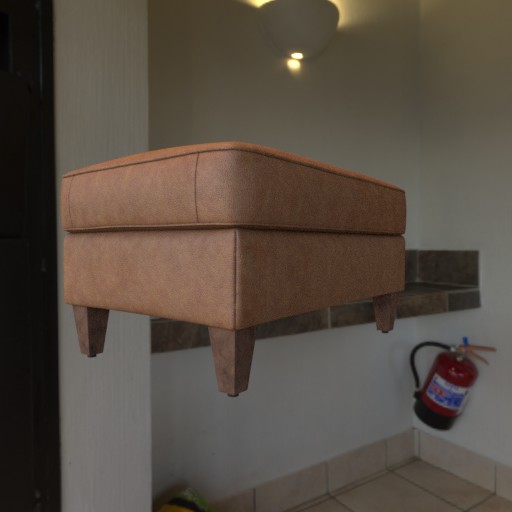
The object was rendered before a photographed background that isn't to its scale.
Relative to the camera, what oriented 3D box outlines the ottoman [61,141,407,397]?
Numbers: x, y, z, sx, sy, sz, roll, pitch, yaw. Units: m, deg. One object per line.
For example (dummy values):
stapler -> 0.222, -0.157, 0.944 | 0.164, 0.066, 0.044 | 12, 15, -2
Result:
ottoman -> 0.000, 0.000, 1.219 | 0.584, 0.483, 0.864 | 1, 2, 38
